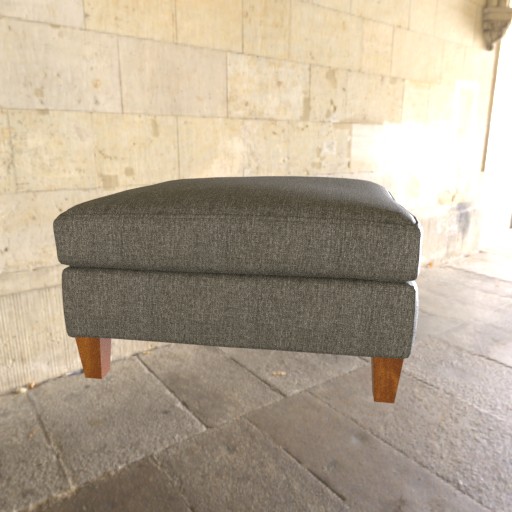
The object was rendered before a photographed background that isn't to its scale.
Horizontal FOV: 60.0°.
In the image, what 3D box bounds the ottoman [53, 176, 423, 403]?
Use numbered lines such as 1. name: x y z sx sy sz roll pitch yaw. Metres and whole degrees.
1. ottoman: 0.000 0.000 1.379 0.838 0.481 0.838 2 14 8
